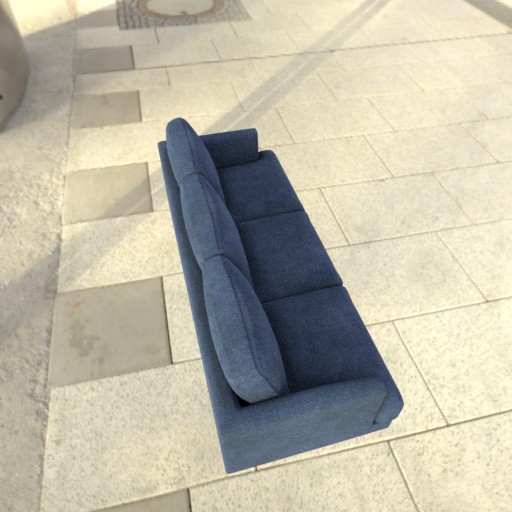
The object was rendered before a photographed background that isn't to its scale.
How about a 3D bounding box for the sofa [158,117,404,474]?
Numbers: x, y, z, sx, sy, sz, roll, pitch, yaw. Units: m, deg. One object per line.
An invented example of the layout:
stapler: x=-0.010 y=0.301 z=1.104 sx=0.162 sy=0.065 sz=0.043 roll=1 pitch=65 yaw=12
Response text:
sofa: x=0.000 y=0.000 z=2.753 sx=0.903 sy=0.930 sz=2.246 roll=-11 pitch=48 yaw=-10
